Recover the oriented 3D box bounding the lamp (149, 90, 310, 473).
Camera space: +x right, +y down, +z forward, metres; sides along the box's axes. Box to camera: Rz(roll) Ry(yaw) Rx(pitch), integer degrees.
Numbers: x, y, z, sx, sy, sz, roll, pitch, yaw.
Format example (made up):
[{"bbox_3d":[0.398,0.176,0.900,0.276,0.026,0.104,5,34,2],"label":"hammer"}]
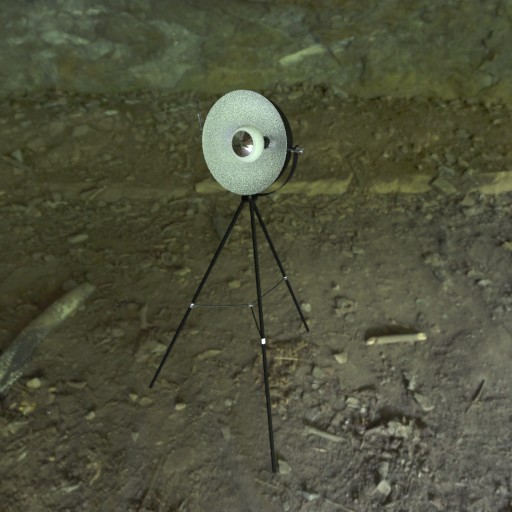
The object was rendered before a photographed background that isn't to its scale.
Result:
[{"bbox_3d":[0.000,0.000,2.075,0.817,1.512,0.920,20,37,28],"label":"lamp"}]
